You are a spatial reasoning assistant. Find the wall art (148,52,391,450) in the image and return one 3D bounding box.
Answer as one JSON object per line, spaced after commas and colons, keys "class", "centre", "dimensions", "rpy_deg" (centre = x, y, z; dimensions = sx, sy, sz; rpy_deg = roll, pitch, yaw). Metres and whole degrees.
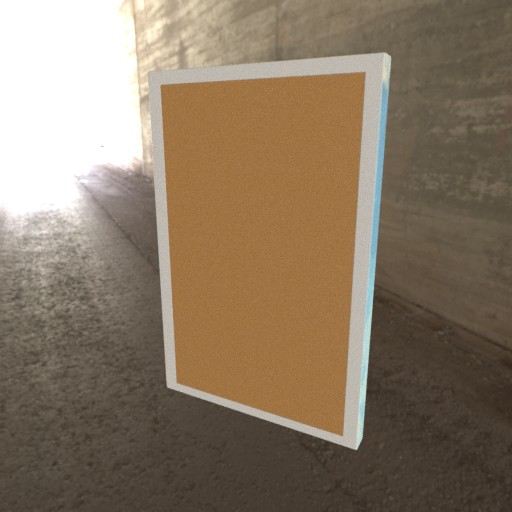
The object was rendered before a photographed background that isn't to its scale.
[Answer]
{"class": "wall art", "centre": [0.000, 0.000, 0.761], "dimensions": [0.401, 0.610, 0.038], "rpy_deg": [8, 18, 27]}
